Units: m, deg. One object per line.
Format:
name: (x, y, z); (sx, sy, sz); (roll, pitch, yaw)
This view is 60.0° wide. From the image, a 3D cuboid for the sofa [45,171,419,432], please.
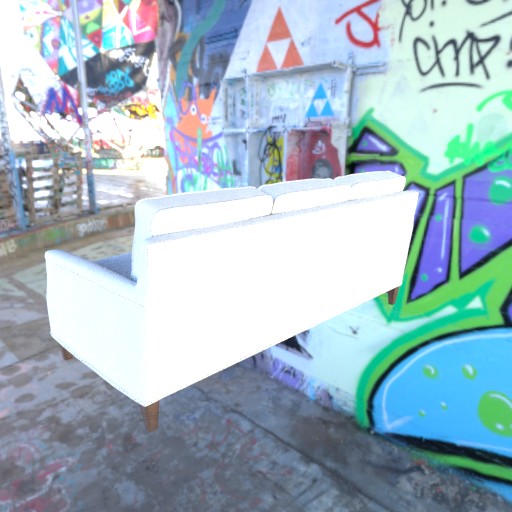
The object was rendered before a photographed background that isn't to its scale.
sofa: (0.000, 0.000, 2.807); (2.246, 1.003, 1.084); (-15, 21, -43)
